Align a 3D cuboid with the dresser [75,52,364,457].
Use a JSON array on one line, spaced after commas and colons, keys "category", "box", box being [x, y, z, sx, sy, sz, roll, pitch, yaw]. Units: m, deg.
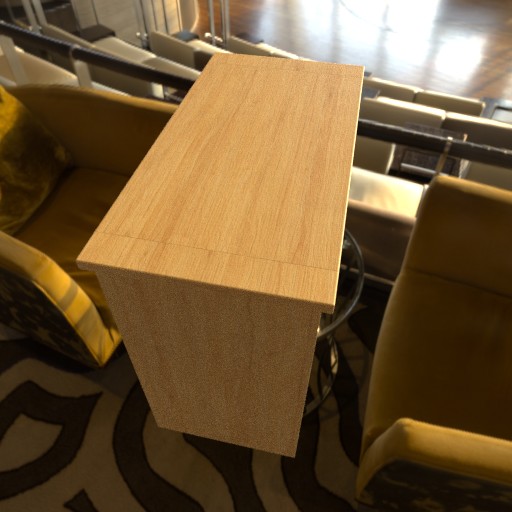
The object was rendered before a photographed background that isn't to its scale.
[{"category": "dresser", "box": [0.000, 0.000, 1.204, 0.410, 0.730, 0.800, 9, 48, 8]}]
